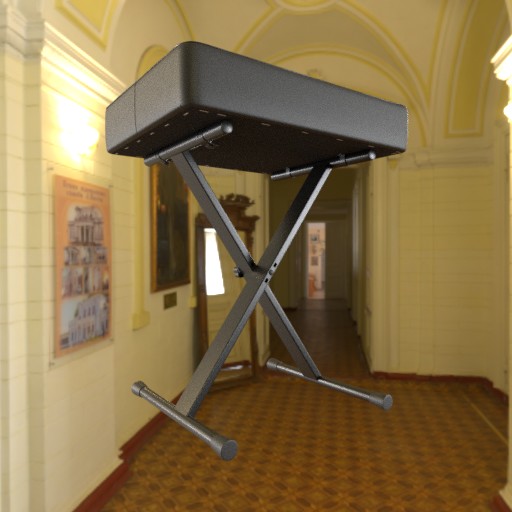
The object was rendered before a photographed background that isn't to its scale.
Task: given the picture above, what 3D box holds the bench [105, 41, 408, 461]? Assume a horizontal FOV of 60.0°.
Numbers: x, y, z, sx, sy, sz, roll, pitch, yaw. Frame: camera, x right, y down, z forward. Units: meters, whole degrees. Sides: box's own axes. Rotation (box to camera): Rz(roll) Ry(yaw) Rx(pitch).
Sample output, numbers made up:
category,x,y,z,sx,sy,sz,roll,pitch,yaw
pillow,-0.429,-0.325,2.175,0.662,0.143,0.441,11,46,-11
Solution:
category,x,y,z,sx,sy,sz,roll,pitch,yaw
bench,0.000,0.000,0.756,0.424,0.500,0.321,0,0,-35
